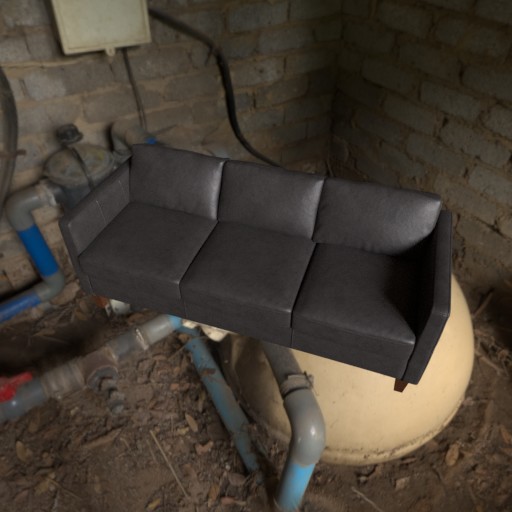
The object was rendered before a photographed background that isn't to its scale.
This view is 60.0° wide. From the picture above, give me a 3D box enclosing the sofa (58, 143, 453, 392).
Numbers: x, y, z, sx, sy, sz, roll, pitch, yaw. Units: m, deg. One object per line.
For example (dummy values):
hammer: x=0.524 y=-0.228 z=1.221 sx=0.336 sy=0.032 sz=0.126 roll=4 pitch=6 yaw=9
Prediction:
sofa: x=0.000 y=0.000 z=3.106 sx=2.464 sy=1.006 sz=1.045 roll=13 pitch=43 yaw=14
